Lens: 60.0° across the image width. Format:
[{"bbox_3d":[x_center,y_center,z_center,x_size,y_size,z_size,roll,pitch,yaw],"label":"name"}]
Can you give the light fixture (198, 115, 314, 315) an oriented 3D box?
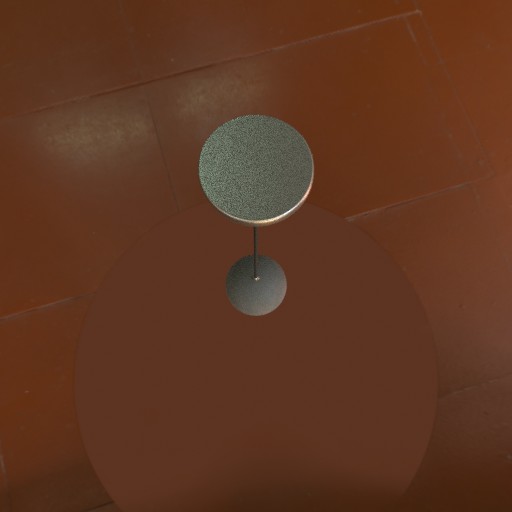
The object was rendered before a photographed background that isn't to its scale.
[{"bbox_3d":[0.000,0.000,0.818,0.153,0.760,0.153,17,77,4],"label":"light fixture"}]
